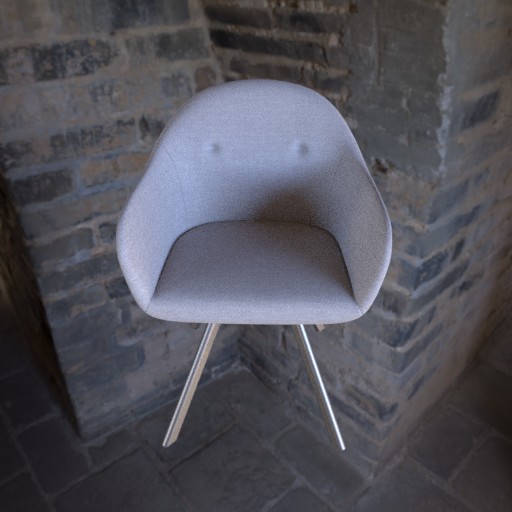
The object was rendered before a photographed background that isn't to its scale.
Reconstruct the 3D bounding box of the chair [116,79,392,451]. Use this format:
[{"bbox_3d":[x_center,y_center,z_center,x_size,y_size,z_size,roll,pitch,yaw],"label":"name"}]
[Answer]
[{"bbox_3d":[0.000,0.000,1.148,0.540,0.780,0.570,1,31,1],"label":"chair"}]
